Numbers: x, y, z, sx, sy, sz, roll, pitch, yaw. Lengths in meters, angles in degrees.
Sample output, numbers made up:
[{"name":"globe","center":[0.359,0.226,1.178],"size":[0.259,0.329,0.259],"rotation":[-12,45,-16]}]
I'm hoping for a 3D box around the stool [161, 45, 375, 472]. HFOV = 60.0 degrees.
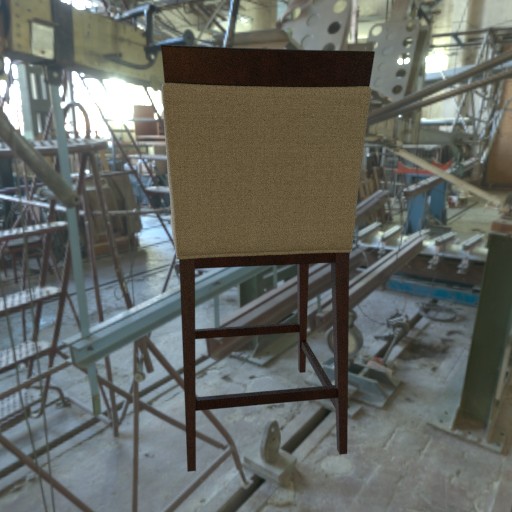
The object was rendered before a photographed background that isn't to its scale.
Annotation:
[{"name":"stool","center":[0.000,0.000,1.248],"size":[0.463,1.011,0.480],"rotation":[-2,15,-9]}]
